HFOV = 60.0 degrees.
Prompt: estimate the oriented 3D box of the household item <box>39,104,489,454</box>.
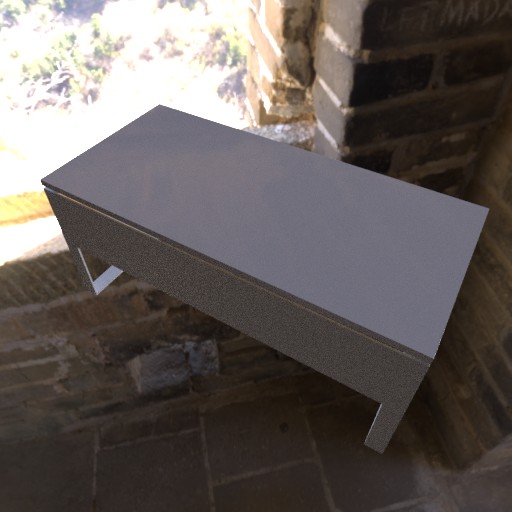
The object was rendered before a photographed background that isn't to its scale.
[{"bbox_3d":[0.000,0.000,2.110,1.700,0.745,0.800,23,50,21],"label":"household item"}]
